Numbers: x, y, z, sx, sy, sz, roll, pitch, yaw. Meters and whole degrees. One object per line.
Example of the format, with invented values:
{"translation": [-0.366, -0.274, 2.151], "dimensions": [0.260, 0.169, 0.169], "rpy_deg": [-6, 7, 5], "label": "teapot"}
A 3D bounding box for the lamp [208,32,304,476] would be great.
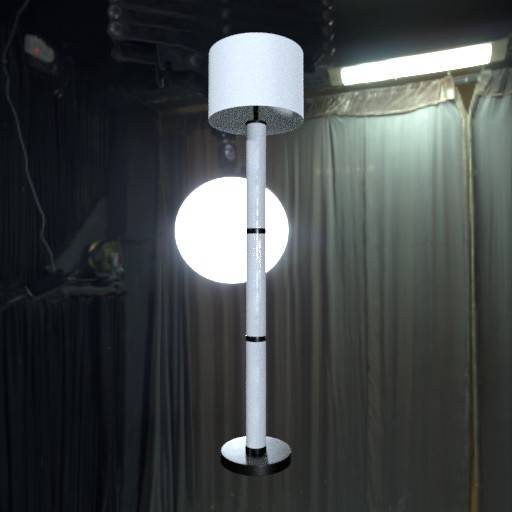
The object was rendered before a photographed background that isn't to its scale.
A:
{"translation": [0.000, 0.000, 1.755], "dimensions": [0.377, 1.599, 0.377], "rpy_deg": [0, -1, 19], "label": "lamp"}
